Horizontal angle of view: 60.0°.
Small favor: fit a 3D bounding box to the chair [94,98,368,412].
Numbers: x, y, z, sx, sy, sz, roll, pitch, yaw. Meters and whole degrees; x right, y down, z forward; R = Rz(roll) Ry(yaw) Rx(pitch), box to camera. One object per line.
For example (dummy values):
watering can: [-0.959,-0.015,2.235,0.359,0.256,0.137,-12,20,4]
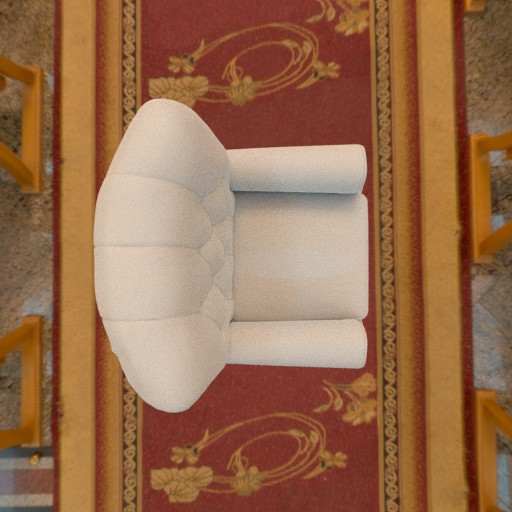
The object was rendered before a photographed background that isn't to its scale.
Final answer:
chair: [0.000,0.000,2.053,1.128,1.217,1.090,0,90,0]
